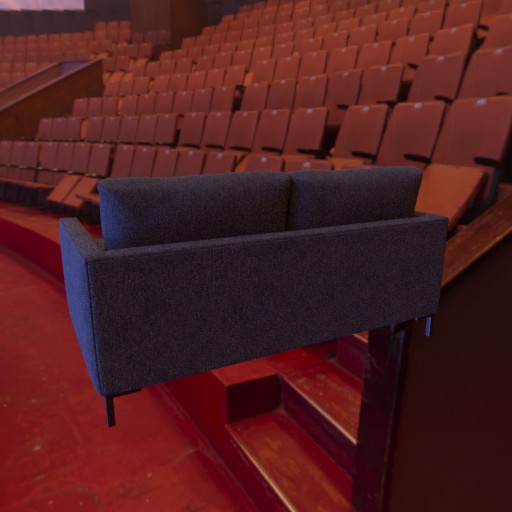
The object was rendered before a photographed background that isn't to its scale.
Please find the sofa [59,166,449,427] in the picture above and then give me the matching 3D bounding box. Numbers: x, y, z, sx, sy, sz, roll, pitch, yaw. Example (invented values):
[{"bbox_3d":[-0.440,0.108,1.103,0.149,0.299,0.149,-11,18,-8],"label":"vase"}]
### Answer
[{"bbox_3d":[0.000,0.000,2.184,1.716,0.862,0.866,-8,16,-27],"label":"sofa"}]
